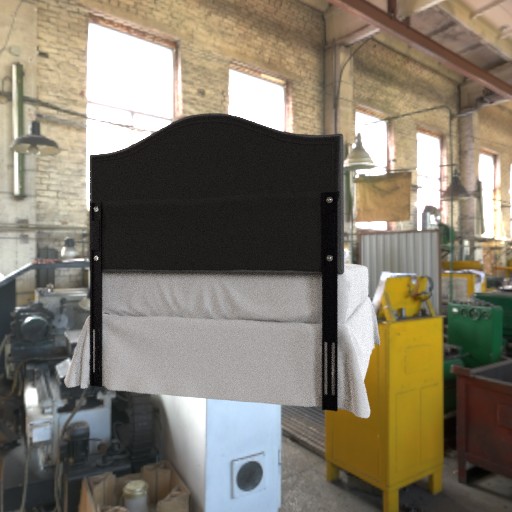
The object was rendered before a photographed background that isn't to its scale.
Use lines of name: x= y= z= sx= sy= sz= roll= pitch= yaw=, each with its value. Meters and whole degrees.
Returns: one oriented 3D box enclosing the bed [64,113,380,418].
bed: x=0.000 y=0.000 z=3.530 sx=1.876 sy=1.645 sz=2.221 roll=0 pitch=0 yaw=18
